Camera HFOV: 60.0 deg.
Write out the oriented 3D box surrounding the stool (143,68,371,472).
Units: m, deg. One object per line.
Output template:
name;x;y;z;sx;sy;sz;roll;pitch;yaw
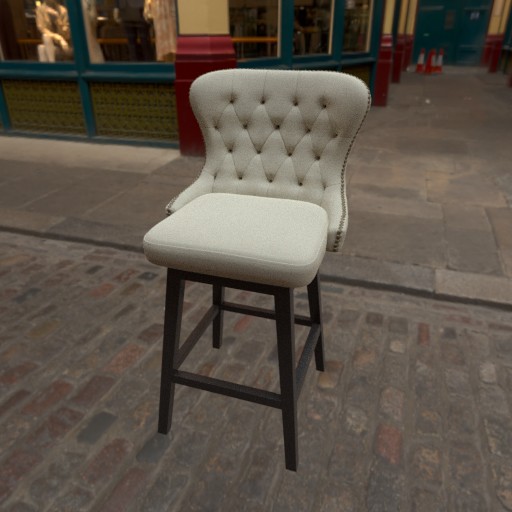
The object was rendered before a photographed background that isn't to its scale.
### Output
stool;0.000;0.000;1.297;0.528;0.971;0.593;9;29;16
